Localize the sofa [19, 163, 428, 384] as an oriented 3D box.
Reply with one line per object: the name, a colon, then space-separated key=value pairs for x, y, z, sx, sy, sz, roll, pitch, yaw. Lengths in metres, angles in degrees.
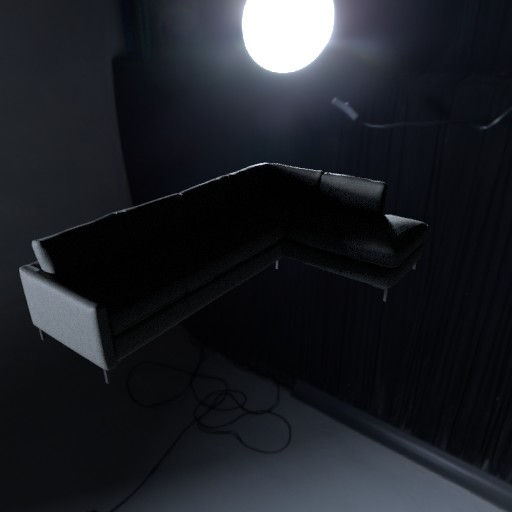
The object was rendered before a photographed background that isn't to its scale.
sofa: x=0.000 y=0.000 z=3.720 sx=1.984 sy=0.858 sz=2.972 roll=18 pitch=31 yaw=33
